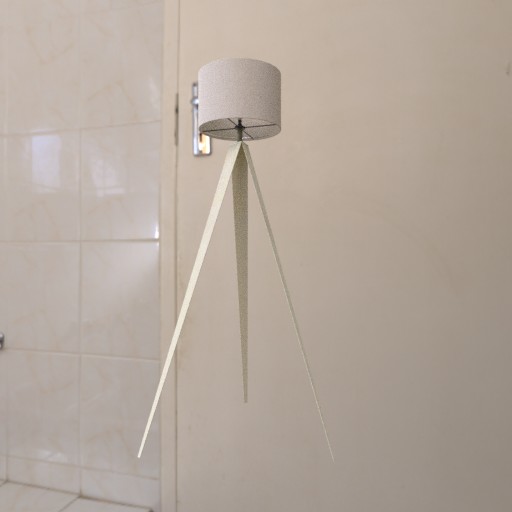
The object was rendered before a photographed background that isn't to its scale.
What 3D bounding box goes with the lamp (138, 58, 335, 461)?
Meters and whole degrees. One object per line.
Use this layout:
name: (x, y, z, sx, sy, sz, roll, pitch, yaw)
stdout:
lamp: (0.000, 0.000, 1.908, 0.716, 1.524, 0.724, 0, 0, 18)
